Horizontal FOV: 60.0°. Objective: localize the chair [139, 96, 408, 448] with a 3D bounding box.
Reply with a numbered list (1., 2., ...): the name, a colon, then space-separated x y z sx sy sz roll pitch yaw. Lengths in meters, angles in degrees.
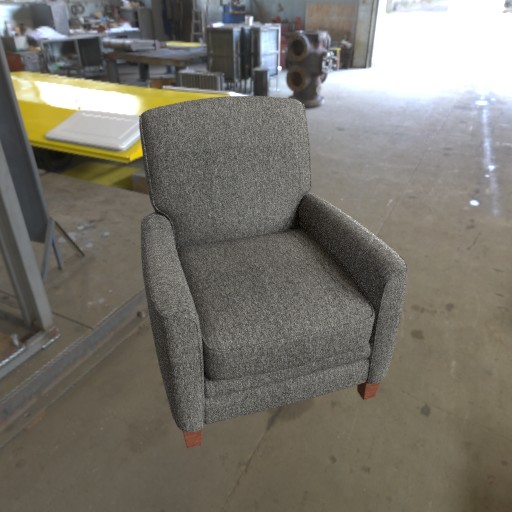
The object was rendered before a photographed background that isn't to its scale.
1. chair: 0.000 0.000 1.689 0.848 1.014 0.864 -10 32 -15
